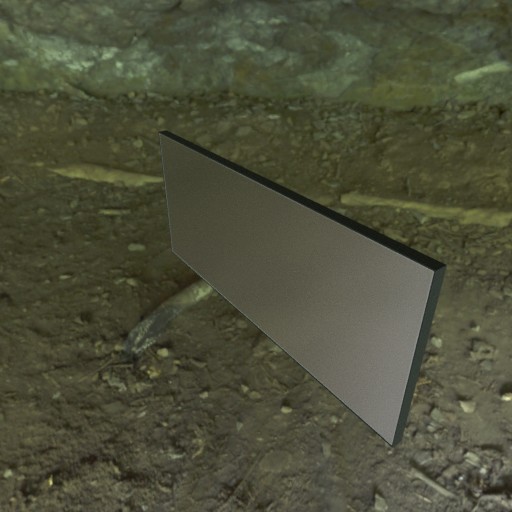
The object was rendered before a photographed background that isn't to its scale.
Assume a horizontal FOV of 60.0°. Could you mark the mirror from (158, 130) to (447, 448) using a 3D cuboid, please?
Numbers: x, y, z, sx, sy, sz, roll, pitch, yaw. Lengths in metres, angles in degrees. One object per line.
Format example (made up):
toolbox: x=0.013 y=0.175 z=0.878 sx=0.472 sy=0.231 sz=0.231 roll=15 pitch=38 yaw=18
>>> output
mirror: x=0.000 y=0.000 z=1.838 sx=0.047 sy=0.692 sz=1.584 roll=-20 pitch=36 yaw=-30
